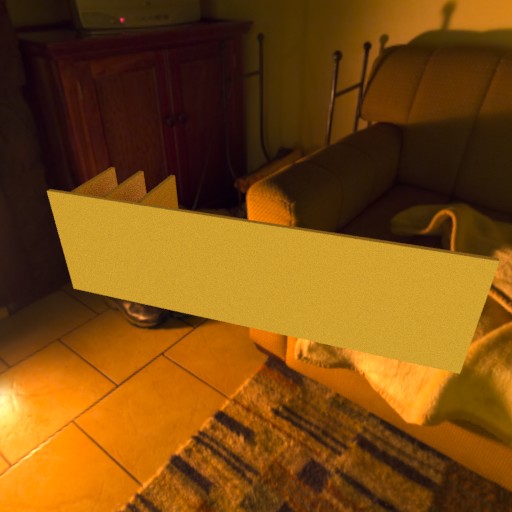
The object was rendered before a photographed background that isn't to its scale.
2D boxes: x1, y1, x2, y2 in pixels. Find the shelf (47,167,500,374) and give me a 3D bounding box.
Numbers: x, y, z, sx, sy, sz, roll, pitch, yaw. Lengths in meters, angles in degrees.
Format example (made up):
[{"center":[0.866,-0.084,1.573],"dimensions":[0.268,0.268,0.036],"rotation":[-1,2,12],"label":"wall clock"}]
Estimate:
[{"center":[0.000,0.000,1.119],"dimensions":[1.020,0.300,0.200],"rotation":[10,34,15],"label":"shelf"}]
